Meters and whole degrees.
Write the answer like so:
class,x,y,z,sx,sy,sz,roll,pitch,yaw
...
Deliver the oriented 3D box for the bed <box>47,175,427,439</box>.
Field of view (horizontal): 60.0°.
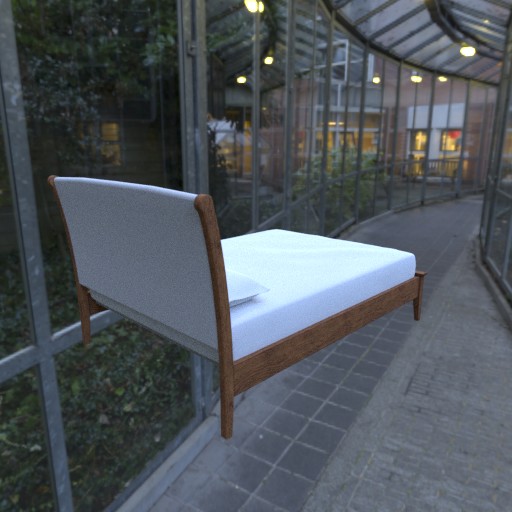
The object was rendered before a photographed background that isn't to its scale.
class,x,y,z,sx,sy,sz,roll,pitch,yaw
bed,0.000,0.000,3.034,1.502,1.135,2.108,14,20,43
